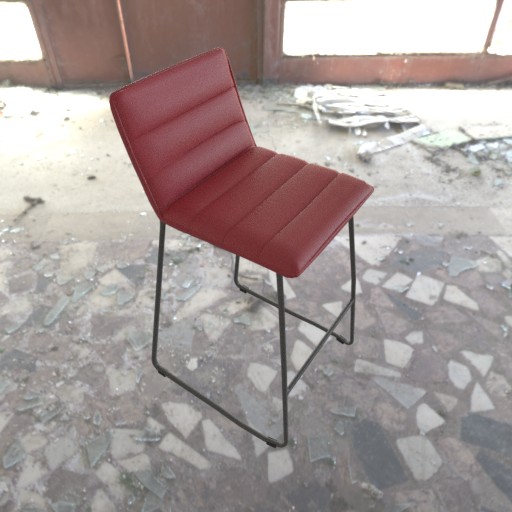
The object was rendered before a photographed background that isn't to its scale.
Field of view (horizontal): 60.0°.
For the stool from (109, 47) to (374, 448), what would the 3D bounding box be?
[{"bbox_3d":[0.000,0.000,1.231,0.524,0.937,0.489,25,48,25],"label":"stool"}]
